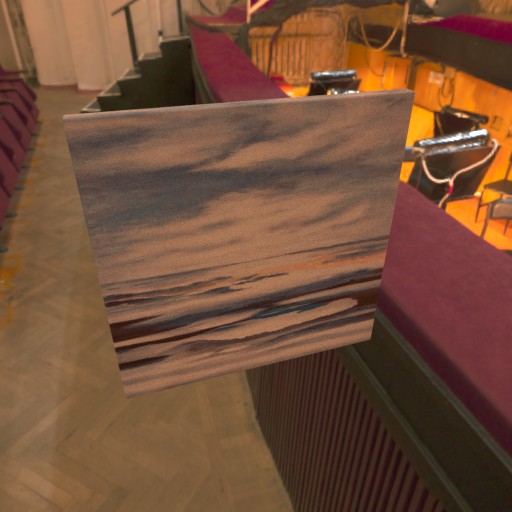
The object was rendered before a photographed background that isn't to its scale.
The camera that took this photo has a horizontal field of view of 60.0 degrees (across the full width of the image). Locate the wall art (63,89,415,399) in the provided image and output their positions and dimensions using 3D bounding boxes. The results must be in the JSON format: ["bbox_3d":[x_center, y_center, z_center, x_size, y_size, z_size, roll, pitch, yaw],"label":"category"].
[{"bbox_3d":[0.000,0.000,1.109,0.747,0.747,0.035,-10,33,-15],"label":"wall art"}]
